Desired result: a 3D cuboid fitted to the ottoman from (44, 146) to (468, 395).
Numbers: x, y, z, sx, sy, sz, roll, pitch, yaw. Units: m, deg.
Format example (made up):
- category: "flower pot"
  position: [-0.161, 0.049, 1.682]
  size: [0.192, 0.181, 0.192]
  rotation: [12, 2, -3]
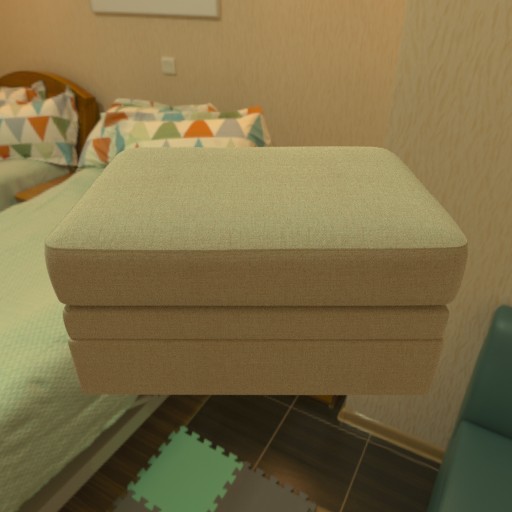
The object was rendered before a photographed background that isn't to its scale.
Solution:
- category: "ottoman"
  position: [0.000, 0.000, 1.220]
  size: [0.885, 0.478, 0.637]
  rotation: [0, 31, 0]
